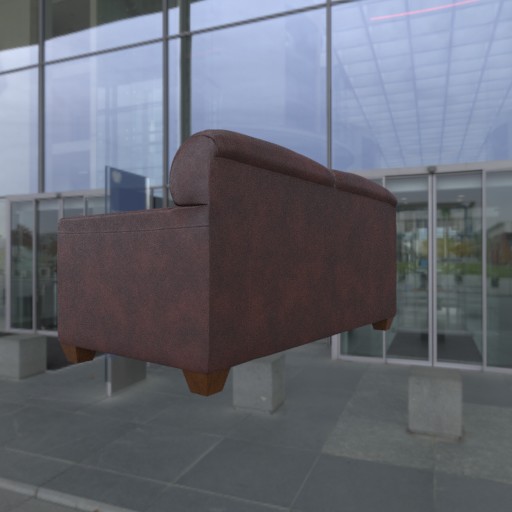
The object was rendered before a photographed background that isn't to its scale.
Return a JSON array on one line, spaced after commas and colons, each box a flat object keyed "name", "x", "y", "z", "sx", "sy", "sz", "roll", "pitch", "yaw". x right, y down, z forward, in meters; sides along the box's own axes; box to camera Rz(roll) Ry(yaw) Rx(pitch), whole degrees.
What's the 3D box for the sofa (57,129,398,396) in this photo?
[{"name": "sofa", "x": 0.000, "y": 0.000, "z": 2.485, "sx": 1.000, "sy": 0.966, "sz": 1.856, "roll": 0, "pitch": 0, "yaw": 37}]
